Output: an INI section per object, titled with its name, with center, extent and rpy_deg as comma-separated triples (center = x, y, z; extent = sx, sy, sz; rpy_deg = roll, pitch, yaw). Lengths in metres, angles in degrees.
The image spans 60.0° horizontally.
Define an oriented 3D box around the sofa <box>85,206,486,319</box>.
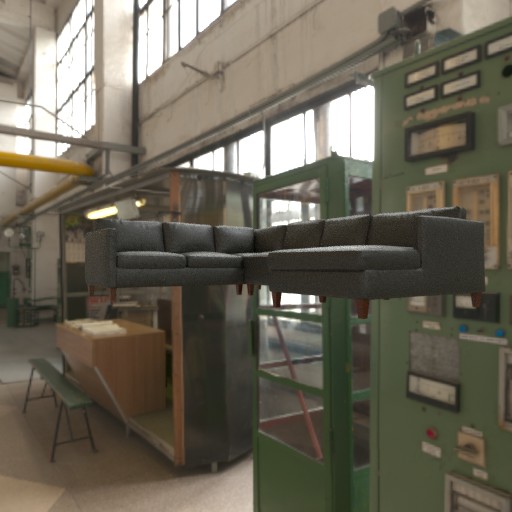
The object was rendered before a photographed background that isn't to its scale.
[sofa]
center = 0.000, 0.000, 4.564
extent = 2.593, 0.923, 3.460
rpy_deg = 1, -1, -35
